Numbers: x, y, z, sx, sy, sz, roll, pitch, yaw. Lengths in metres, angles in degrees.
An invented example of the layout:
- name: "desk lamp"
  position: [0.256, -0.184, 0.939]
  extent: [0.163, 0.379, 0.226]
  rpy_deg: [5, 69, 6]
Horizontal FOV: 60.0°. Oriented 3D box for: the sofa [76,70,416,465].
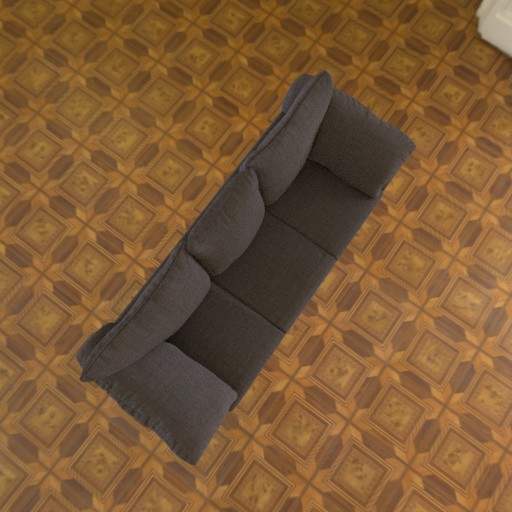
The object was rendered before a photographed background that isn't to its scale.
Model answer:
- name: "sofa"
  position: [0.000, 0.000, 2.814]
  extent: [0.883, 1.080, 2.336]
  rpy_deg: [35, 79, 8]
